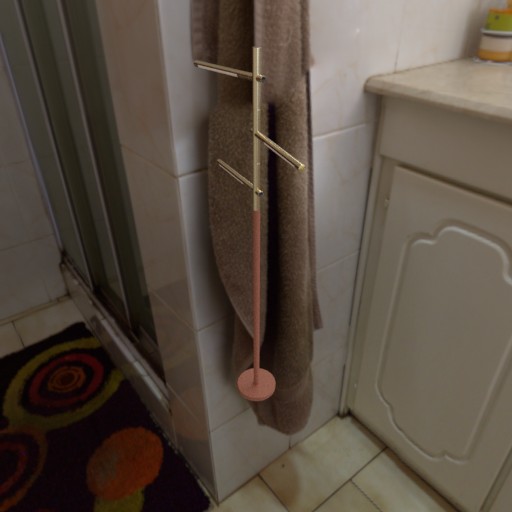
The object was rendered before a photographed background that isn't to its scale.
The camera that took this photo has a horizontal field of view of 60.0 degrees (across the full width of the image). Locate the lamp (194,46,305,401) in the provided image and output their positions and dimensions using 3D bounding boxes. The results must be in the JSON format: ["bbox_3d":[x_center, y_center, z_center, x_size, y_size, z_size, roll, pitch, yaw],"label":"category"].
[{"bbox_3d":[0.000,0.000,1.979,0.209,1.704,0.737,-22,39,-29],"label":"lamp"}]
